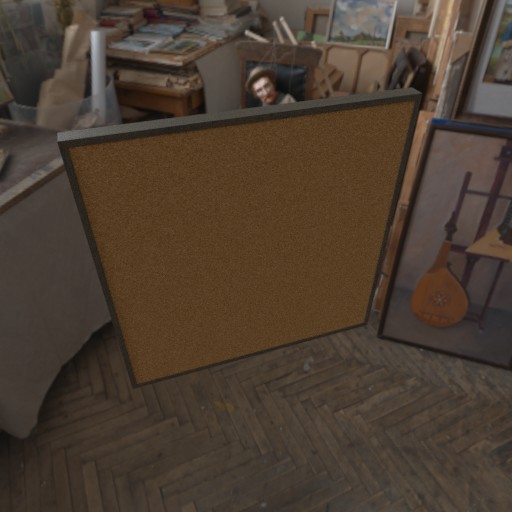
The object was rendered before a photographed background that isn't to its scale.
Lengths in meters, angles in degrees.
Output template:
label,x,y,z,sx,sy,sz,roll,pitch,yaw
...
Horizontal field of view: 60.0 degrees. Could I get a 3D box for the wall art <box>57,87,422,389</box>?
label,x,y,z,sx,sy,sz,roll,pitch,yaw
wall art,0.000,0.000,1.136,0.758,0.758,0.039,-12,41,-14
